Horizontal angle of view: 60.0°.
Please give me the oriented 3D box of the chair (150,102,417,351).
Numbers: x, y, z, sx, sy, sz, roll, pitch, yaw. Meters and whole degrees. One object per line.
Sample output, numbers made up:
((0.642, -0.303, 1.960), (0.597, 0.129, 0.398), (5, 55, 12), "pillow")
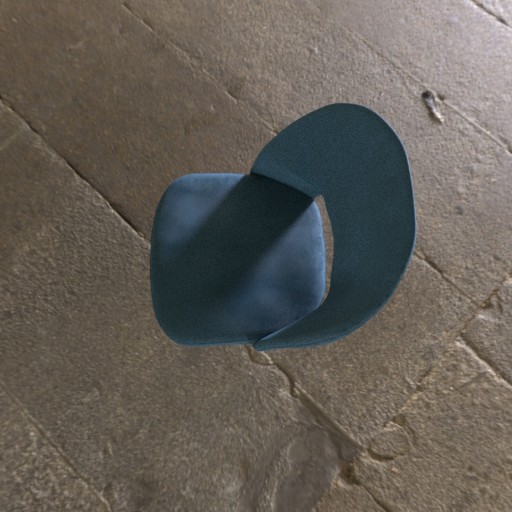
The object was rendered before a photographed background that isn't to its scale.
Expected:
((0.000, 0.000, 1.216), (0.577, 0.860, 0.527), (-1, 75, 0), "chair")
